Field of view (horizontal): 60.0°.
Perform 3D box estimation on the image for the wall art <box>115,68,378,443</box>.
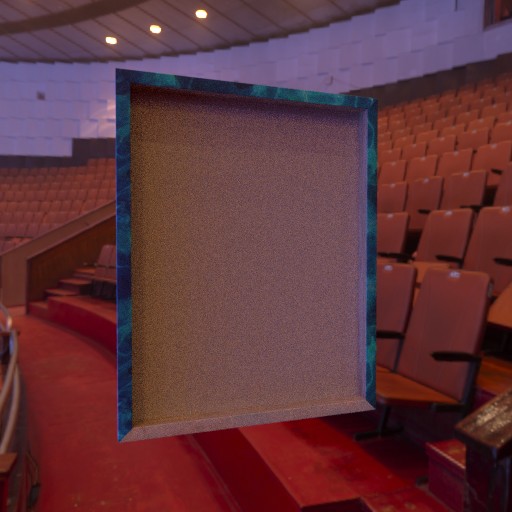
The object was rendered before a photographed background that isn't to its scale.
[{"bbox_3d":[0.000,0.000,0.846,0.508,0.635,0.038,0,1,-18],"label":"wall art"}]
